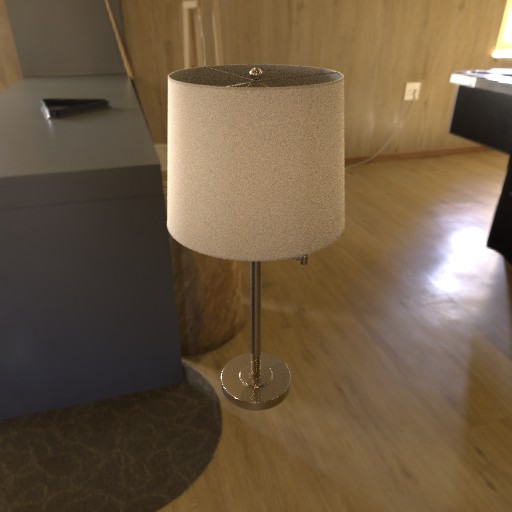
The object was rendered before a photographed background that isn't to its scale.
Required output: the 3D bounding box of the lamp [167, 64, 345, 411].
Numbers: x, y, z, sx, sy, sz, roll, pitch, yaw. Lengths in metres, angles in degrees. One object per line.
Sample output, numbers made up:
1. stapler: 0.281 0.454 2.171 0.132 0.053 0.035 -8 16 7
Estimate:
1. lamp: 0.000 0.000 0.883 0.333 0.696 0.333 0 29 0
